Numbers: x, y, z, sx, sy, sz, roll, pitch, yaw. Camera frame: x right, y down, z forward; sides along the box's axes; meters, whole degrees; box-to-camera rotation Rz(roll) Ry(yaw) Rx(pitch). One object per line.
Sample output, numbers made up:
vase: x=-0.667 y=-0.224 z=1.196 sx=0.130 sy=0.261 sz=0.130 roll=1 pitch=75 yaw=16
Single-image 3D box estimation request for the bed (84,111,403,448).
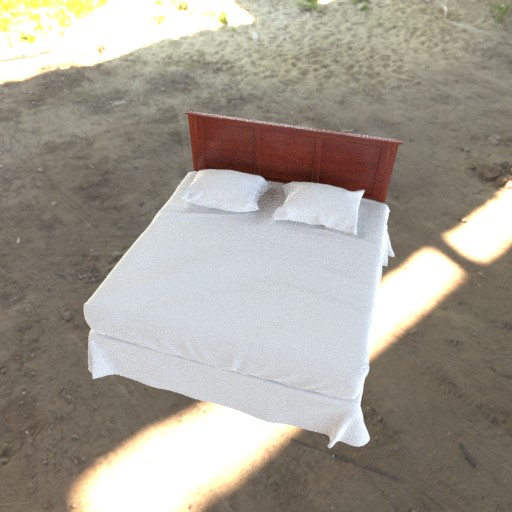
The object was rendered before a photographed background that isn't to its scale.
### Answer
bed: x=0.000 y=0.000 z=3.632 sx=2.314 sy=1.271 sz=2.219 roll=12 pitch=44 yaw=13
